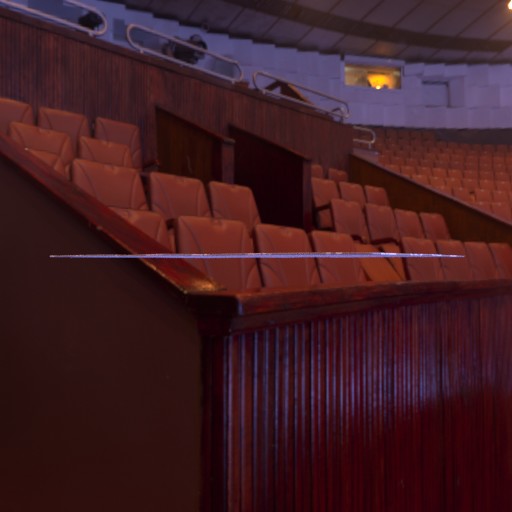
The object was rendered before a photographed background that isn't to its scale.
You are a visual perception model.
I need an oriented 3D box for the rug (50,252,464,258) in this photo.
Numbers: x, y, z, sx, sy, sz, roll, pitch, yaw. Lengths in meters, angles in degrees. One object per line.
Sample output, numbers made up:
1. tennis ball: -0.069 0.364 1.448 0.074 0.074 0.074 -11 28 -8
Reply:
1. rug: 0.000 0.000 4.479 3.419 0.020 2.441 0 -1 36
